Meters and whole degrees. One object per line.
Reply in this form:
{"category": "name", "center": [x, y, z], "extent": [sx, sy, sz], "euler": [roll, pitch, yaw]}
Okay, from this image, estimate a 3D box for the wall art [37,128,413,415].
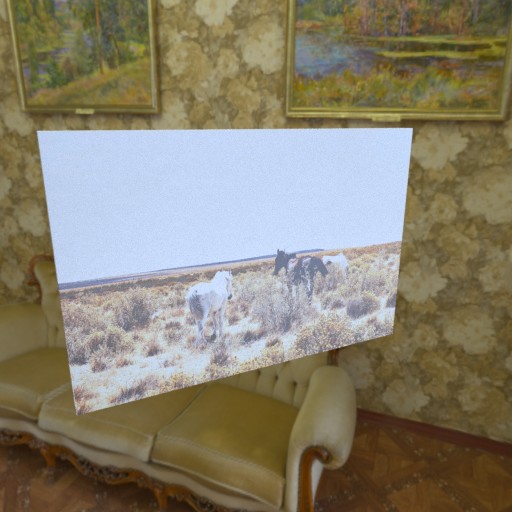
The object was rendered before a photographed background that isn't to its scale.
{"category": "wall art", "center": [0.000, 0.000, 1.110], "extent": [0.914, 0.610, 0.050], "euler": [-8, 19, -25]}
